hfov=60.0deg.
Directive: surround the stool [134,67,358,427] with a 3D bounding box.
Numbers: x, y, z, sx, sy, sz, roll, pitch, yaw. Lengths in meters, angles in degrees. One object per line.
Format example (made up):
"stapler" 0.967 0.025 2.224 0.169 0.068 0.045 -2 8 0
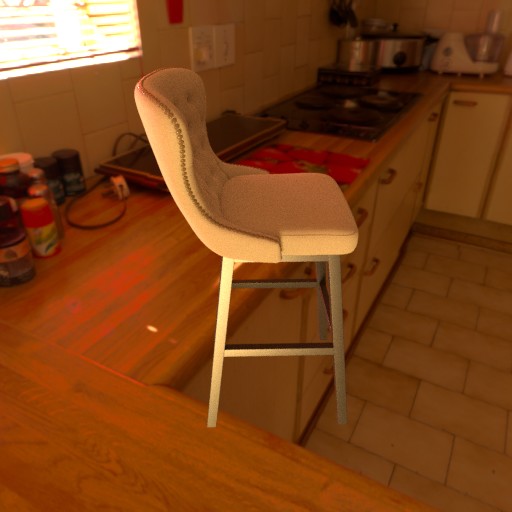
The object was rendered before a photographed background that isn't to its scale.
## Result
"stool" 0.000 0.000 1.403 0.605 1.066 0.528 -1 31 -1
